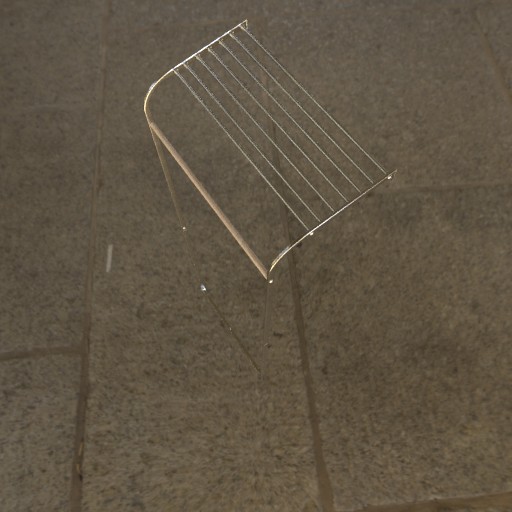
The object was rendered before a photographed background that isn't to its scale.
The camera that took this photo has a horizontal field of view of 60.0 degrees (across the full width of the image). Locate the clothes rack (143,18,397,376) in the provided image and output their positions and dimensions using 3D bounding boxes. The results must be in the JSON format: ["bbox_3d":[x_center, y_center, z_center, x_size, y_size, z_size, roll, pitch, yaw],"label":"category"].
[{"bbox_3d":[0.000,0.000,1.766,0.349,1.574,0.609,-32,69,-14],"label":"clothes rack"}]
